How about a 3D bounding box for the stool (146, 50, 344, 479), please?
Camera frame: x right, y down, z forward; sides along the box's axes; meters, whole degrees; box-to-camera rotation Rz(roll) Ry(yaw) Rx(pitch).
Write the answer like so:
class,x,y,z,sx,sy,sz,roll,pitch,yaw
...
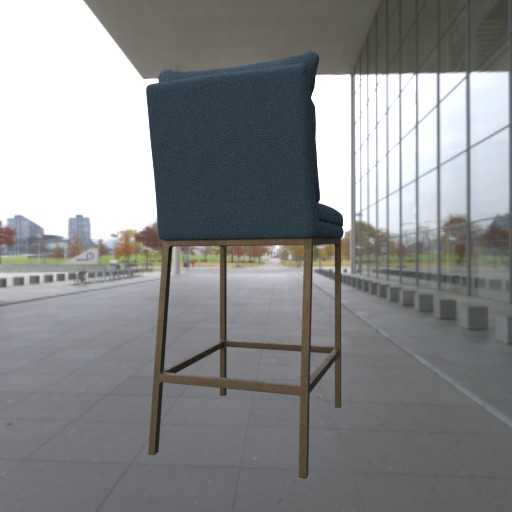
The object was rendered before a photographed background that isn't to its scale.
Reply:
class,x,y,z,sx,sy,sz,roll,pitch,yaw
stool,0.000,0.000,1.344,0.463,1.032,0.568,0,0,18
